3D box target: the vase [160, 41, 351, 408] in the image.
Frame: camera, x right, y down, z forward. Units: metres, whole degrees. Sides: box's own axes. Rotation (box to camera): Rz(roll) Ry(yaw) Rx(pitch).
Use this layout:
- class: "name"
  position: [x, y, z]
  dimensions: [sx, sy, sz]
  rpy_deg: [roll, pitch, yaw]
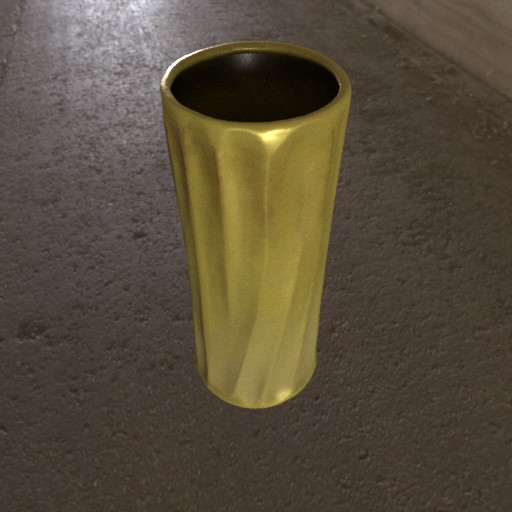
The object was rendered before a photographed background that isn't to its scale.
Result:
- class: "vase"
  position: [0.000, 0.000, 0.173]
  dimensions: [0.061, 0.143, 0.061]
  rpy_deg: [0, 47, 0]
